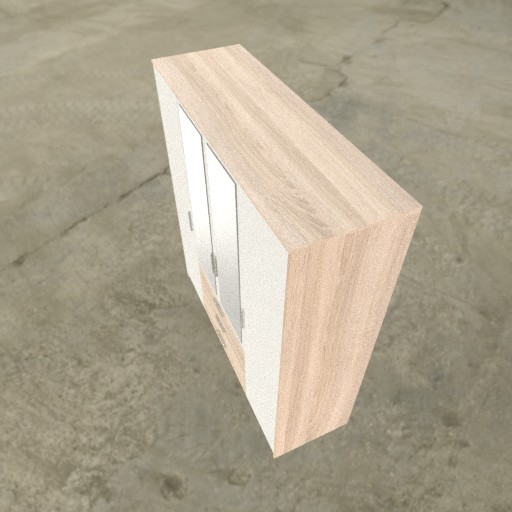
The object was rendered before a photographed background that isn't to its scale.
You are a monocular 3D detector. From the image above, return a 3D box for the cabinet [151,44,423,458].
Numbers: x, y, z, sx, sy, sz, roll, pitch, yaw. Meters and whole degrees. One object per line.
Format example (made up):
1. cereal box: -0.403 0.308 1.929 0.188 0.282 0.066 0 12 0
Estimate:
1. cabinet: 0.000 0.000 3.027 0.620 2.060 1.870 -18 49 -17
